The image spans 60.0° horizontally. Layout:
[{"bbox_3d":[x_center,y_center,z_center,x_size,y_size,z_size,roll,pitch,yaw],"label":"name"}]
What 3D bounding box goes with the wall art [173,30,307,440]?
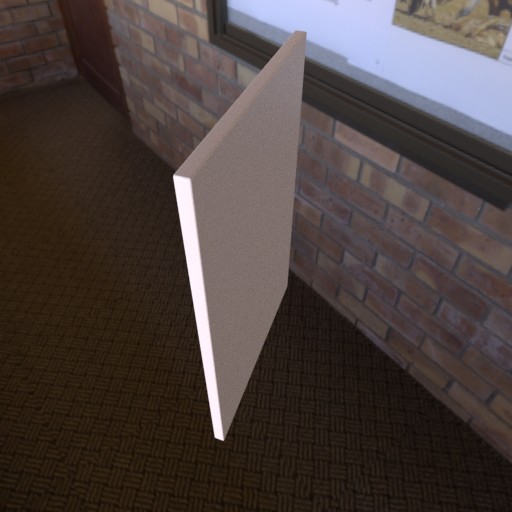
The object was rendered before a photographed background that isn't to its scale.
[{"bbox_3d":[0.000,0.000,1.503,0.038,1.183,0.808,14,47,14],"label":"wall art"}]
